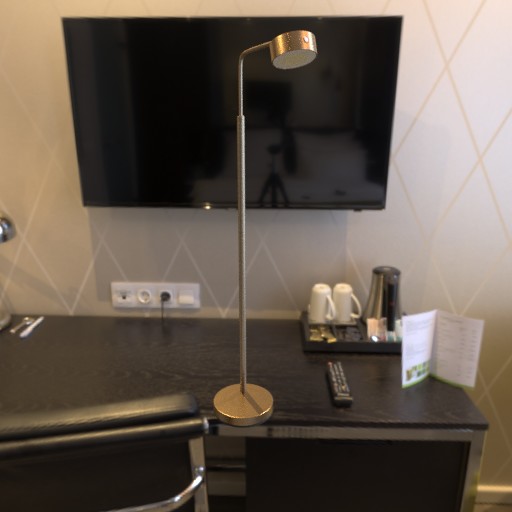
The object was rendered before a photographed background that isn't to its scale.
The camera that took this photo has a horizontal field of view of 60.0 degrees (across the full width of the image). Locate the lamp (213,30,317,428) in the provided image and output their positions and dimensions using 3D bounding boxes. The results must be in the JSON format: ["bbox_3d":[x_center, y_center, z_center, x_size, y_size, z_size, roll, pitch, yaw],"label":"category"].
[{"bbox_3d":[0.000,0.000,1.395,0.219,1.230,0.418,-8,18,-27],"label":"lamp"}]
